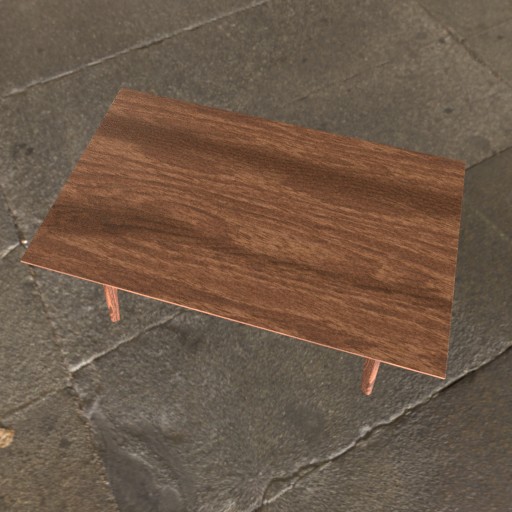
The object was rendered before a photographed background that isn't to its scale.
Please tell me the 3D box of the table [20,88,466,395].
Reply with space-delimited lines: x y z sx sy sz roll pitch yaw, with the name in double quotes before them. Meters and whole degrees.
"table" 0.000 0.000 1.837 1.349 0.724 0.801 14 64 7
